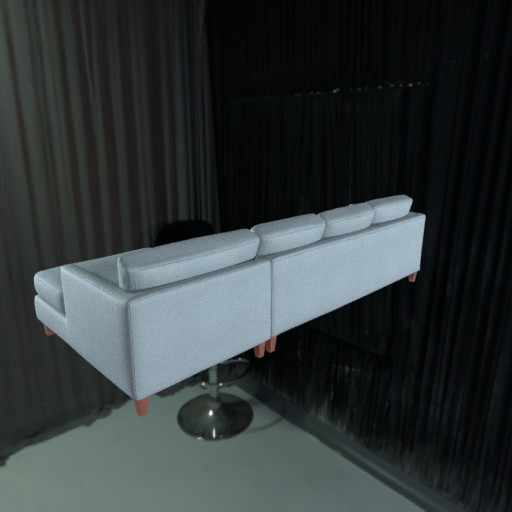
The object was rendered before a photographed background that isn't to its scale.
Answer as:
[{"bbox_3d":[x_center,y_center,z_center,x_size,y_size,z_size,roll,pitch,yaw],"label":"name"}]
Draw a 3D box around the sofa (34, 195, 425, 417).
[{"bbox_3d":[0.000,0.000,4.085,3.471,0.950,1.604,-16,23,-42],"label":"sofa"}]
